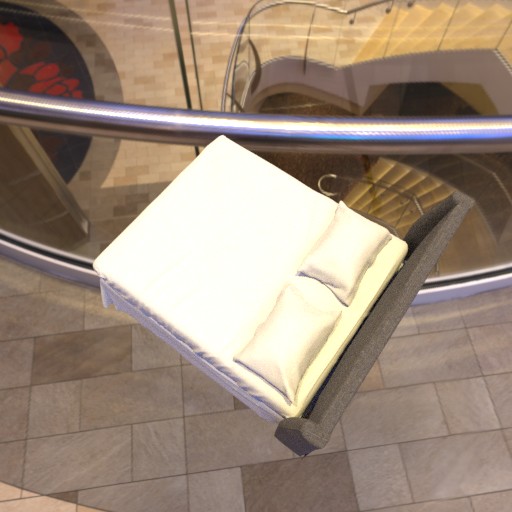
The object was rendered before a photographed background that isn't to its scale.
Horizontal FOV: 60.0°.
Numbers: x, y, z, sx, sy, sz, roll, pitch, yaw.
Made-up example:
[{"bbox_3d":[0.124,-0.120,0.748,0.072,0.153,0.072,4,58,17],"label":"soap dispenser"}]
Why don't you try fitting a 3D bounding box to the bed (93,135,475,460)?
[{"bbox_3d":[0.000,0.000,3.484,2.276,1.332,1.925,33,68,15],"label":"bed"}]
